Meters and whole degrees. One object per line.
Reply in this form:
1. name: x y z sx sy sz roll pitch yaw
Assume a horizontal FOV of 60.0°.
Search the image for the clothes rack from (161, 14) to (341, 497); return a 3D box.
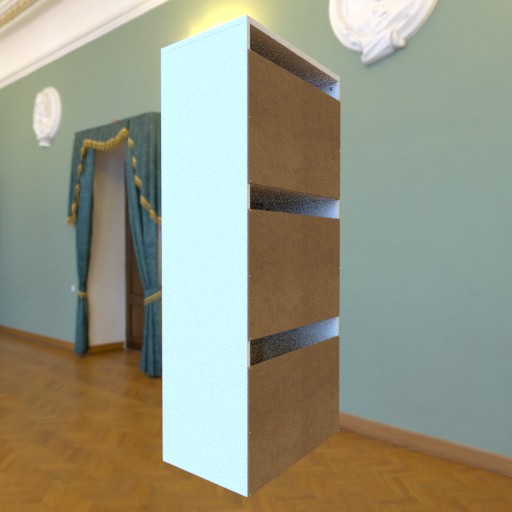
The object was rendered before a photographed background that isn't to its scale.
1. clothes rack: 0.000 0.000 1.385 0.331 1.187 0.500 1 2 37
